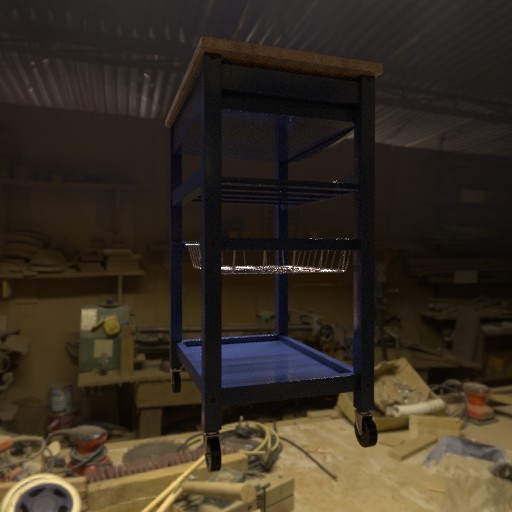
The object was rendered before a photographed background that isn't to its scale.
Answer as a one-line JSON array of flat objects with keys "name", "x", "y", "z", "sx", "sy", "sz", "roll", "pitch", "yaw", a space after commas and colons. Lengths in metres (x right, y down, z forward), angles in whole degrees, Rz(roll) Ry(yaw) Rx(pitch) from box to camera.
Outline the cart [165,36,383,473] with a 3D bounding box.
[{"name": "cart", "x": 0.000, "y": 0.000, "z": 1.172, "sx": 0.403, "sy": 0.839, "sz": 0.584, "roll": 0, "pitch": 1, "yaw": -18}]
